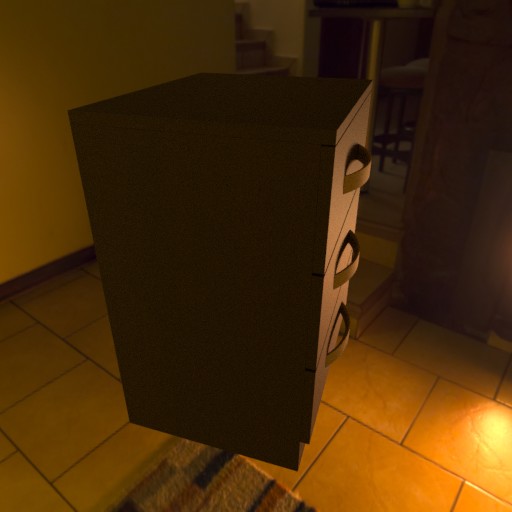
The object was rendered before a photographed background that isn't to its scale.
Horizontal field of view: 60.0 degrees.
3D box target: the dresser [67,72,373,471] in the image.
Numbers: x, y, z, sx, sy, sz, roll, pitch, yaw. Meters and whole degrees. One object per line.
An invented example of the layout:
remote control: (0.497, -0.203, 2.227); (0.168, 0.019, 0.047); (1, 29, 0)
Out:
dresser: (0.000, 0.000, 0.801); (0.360, 0.560, 0.400); (9, 30, 16)
